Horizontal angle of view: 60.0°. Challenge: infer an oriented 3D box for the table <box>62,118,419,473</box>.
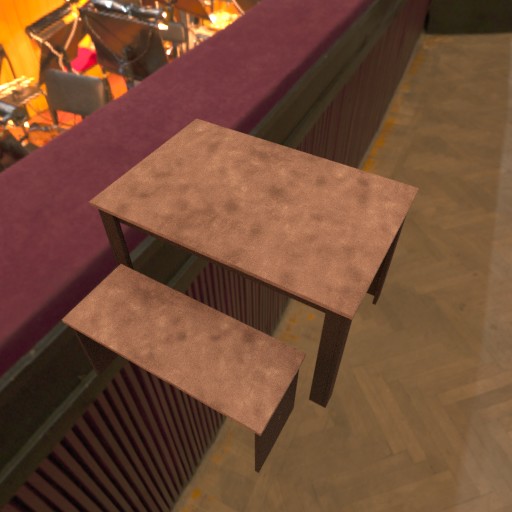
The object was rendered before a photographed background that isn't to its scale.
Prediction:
[{"bbox_3d":[0.000,0.000,2.016,1.100,0.700,1.443,23,51,20],"label":"table"}]
